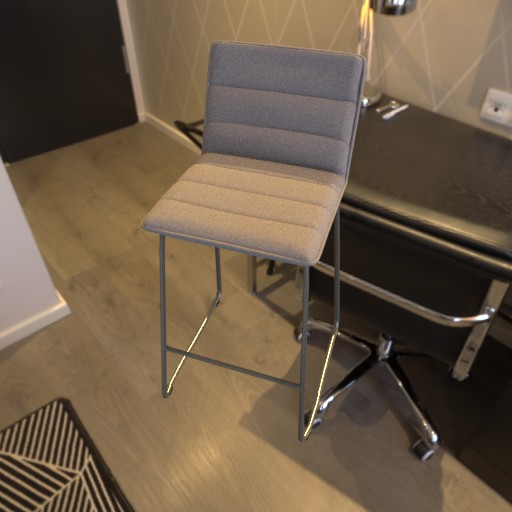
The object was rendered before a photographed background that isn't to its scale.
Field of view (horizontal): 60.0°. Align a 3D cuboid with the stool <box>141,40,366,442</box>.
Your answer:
[{"bbox_3d":[0.000,0.000,1.211,0.490,0.960,0.490,13,43,14],"label":"stool"}]
